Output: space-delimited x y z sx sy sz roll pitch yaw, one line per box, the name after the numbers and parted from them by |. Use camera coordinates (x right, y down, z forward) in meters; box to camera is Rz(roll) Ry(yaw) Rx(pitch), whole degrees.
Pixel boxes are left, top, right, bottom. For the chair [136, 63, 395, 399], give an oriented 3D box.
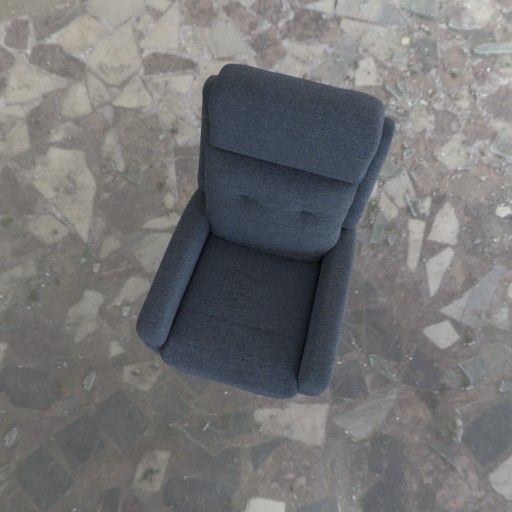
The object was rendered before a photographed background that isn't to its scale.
0.000 0.000 1.759 0.798 1.013 1.043 16 76 4 | chair
